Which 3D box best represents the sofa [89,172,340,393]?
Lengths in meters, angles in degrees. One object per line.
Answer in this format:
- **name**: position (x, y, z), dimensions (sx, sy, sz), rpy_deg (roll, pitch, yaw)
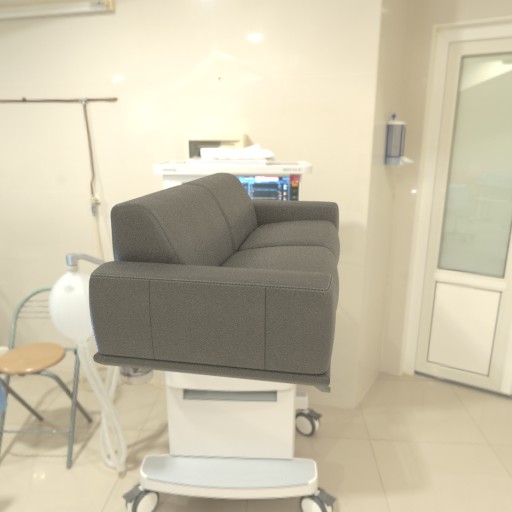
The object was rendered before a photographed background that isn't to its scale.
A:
- **sofa**: position (0.000, 0.000, 2.415), dimensions (0.900, 0.772, 1.901), rpy_deg (3, 16, 10)
